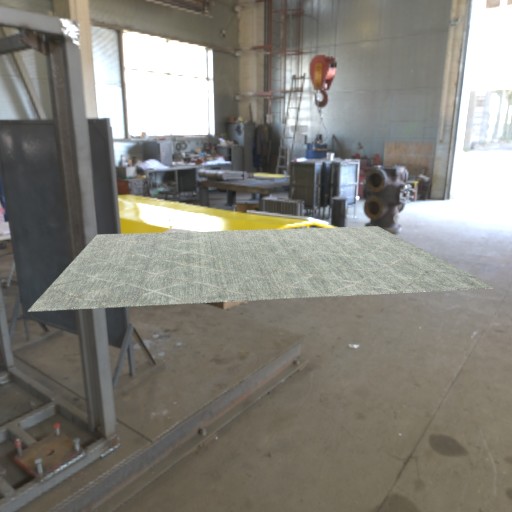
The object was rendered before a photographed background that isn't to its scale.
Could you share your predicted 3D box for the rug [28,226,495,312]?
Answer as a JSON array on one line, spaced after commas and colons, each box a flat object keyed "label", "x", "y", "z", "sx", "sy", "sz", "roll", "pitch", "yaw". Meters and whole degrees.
[{"label": "rug", "x": 0.000, "y": 0.000, "z": 2.868, "sx": 2.283, "sy": 0.006, "sz": 1.521, "roll": -2, "pitch": 16, "yaw": -8}]
